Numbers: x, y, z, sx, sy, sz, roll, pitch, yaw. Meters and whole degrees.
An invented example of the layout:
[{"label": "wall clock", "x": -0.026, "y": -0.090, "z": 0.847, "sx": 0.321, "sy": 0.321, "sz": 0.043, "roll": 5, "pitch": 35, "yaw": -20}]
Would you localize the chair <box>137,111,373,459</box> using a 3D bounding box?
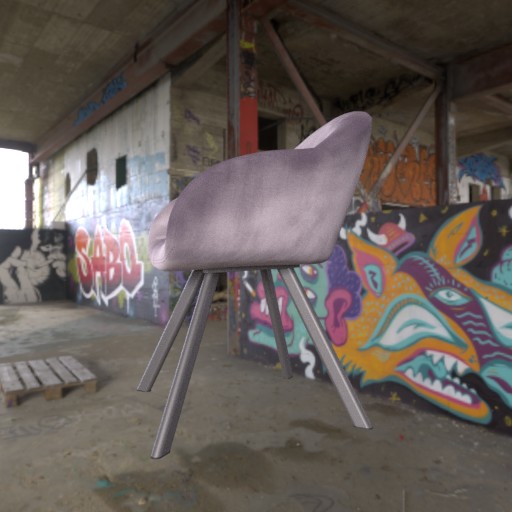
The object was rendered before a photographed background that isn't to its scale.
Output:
[{"label": "chair", "x": 0.000, "y": 0.000, "z": 1.187, "sx": 0.590, "sy": 0.795, "sz": 0.550, "roll": 0, "pitch": 0, "yaw": -18}]
